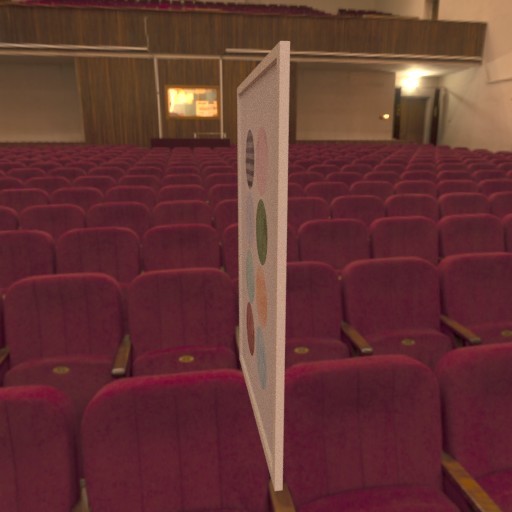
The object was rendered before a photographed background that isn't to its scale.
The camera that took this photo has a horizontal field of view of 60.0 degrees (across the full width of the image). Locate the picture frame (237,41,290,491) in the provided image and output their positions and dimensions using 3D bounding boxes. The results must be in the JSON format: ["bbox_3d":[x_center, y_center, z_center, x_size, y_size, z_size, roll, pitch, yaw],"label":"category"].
[{"bbox_3d":[0.000,0.000,0.845,0.013,0.657,0.457,-2,14,-9],"label":"picture frame"}]
